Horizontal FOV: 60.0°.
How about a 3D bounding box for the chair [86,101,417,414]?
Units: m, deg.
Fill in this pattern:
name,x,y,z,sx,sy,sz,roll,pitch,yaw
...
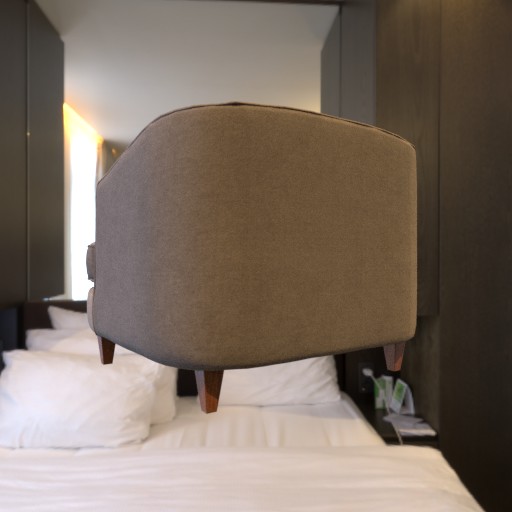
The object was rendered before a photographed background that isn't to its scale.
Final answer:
name,x,y,z,sx,sy,sz,roll,pitch,yaw
chair,0.000,0.000,1.734,1.104,0.852,0.941,0,0,-34
